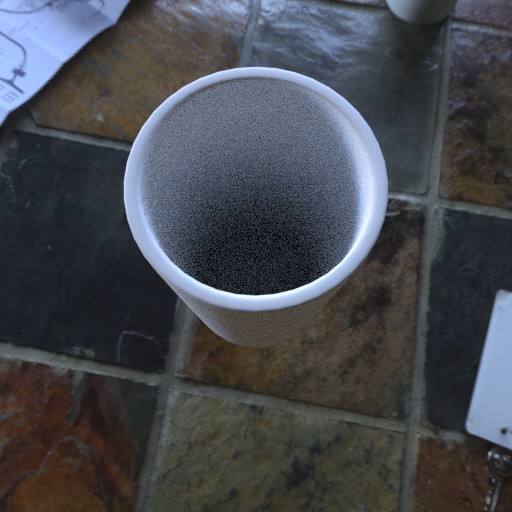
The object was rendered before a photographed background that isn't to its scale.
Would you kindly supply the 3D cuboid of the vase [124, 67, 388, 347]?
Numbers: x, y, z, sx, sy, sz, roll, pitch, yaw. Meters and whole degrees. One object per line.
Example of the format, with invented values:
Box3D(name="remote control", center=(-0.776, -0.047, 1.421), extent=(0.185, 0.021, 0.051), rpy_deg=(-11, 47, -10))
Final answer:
Box3D(name="vase", center=(0.000, 0.000, 0.382), extent=(0.143, 0.316, 0.143), rpy_deg=(0, 76, 0))
